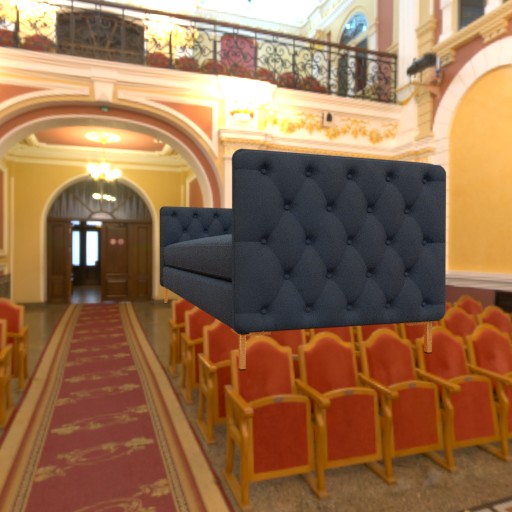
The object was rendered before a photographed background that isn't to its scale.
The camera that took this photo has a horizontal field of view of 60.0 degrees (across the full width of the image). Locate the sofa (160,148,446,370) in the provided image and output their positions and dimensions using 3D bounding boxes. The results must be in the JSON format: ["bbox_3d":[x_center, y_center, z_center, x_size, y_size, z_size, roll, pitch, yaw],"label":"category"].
[{"bbox_3d":[0.000,0.000,2.646,0.895,0.771,2.209,0,1,-19],"label":"sofa"}]
